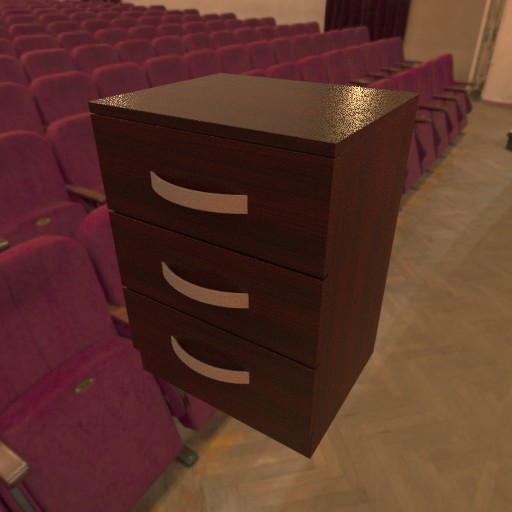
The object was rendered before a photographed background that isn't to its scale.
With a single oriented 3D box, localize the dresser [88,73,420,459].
[{"bbox_3d":[0.000,0.000,0.822,0.400,0.560,0.360,18,35,28],"label":"dresser"}]
